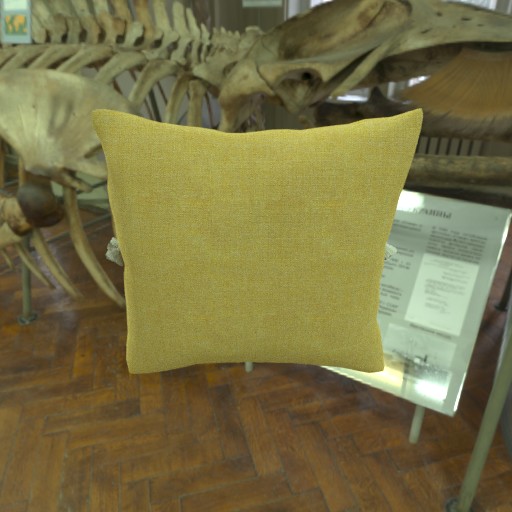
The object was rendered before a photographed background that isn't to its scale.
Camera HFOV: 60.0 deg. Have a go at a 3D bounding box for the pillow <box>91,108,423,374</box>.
[{"bbox_3d":[0.000,0.000,0.745,0.485,0.481,0.167,0,28,0],"label":"pillow"}]
